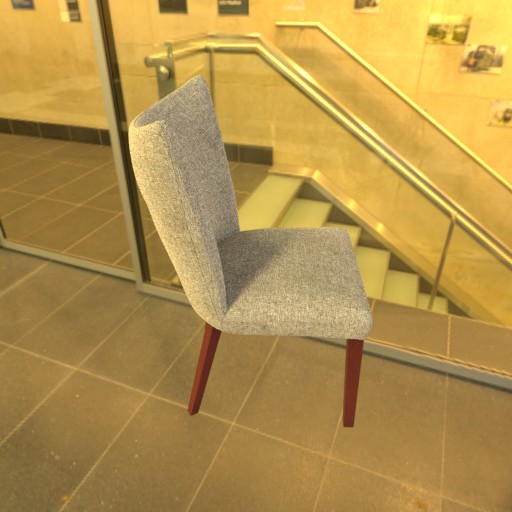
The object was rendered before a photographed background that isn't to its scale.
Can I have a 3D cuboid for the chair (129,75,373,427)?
[{"bbox_3d":[0.000,0.000,1.315,0.623,0.924,0.535,1,32,2],"label":"chair"}]
